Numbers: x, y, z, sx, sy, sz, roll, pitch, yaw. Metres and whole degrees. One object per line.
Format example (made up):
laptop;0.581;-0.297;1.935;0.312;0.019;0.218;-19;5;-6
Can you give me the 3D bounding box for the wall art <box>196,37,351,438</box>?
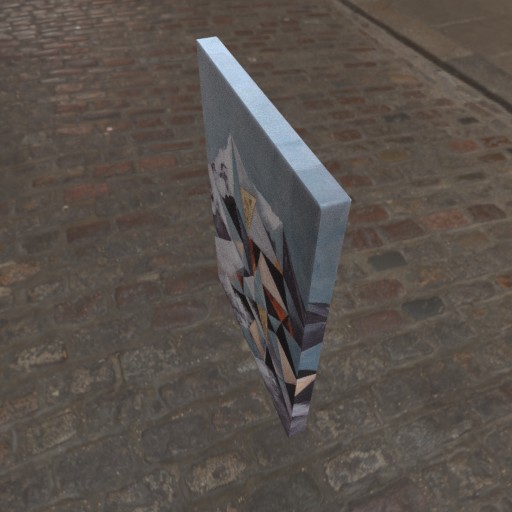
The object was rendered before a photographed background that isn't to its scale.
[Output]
wall art;0.000;0.000;0.817;0.037;0.613;0.455;-16;49;-14
